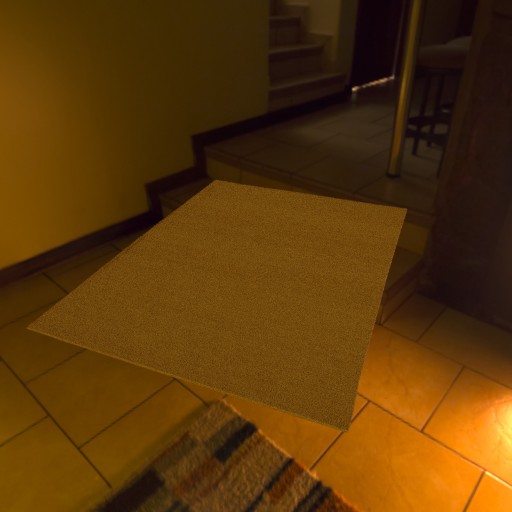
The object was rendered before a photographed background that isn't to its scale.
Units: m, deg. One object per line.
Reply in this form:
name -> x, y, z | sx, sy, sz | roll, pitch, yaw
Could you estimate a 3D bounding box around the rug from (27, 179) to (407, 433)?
rug -> 0.000, 0.000, 4.186 | 2.434, 0.045, 3.202 | 12, 33, 19
